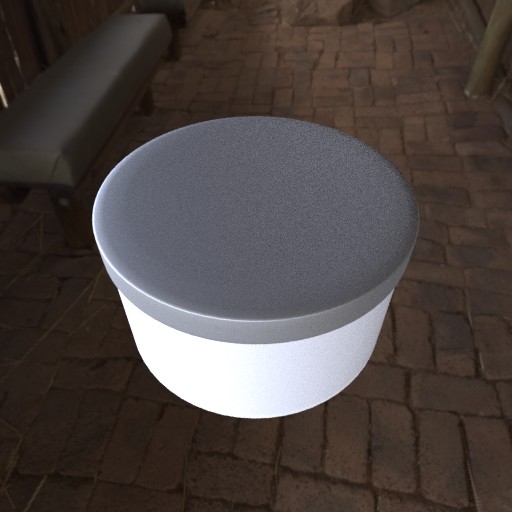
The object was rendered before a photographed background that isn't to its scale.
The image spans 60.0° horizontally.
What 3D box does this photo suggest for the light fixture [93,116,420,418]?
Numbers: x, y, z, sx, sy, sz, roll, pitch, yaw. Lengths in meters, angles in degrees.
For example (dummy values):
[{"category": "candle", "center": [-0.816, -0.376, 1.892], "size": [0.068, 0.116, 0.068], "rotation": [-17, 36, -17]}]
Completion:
[{"category": "light fixture", "center": [0.000, 0.000, 0.629], "size": [0.393, 0.229, 0.393], "rotation": [0, 45, 0]}]
